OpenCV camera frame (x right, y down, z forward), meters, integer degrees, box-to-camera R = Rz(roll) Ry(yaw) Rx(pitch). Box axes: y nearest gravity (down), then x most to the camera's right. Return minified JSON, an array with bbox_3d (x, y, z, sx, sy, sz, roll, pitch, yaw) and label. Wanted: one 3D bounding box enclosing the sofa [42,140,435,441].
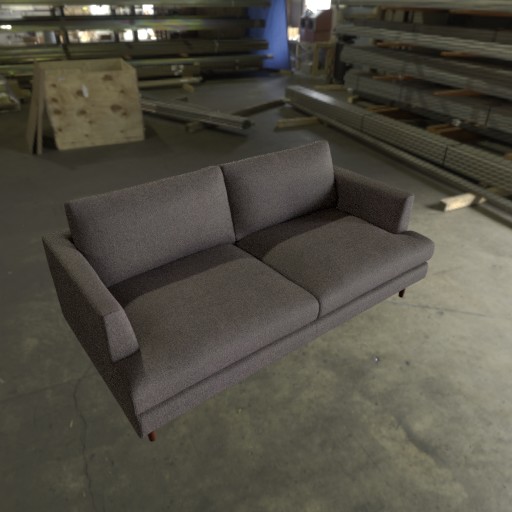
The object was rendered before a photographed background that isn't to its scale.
[{"bbox_3d":[0.000,0.000,2.471,1.948,0.868,1.020,-21,37,-32],"label":"sofa"}]
